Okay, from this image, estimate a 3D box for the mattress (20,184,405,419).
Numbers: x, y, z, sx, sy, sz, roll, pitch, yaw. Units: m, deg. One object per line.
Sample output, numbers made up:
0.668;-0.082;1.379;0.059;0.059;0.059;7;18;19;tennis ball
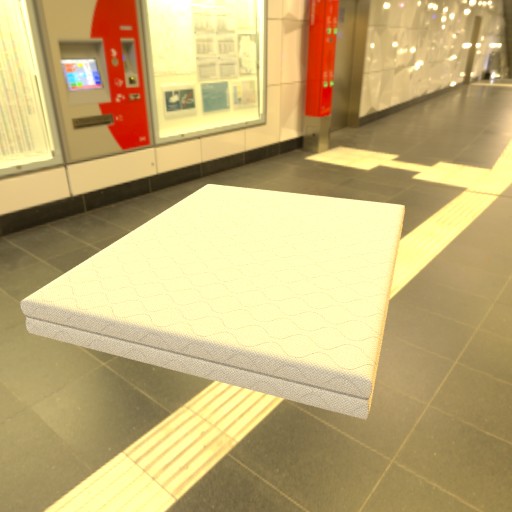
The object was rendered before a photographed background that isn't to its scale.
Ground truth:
0.000;0.000;2.677;1.600;0.200;2.000;9;27;18;mattress
